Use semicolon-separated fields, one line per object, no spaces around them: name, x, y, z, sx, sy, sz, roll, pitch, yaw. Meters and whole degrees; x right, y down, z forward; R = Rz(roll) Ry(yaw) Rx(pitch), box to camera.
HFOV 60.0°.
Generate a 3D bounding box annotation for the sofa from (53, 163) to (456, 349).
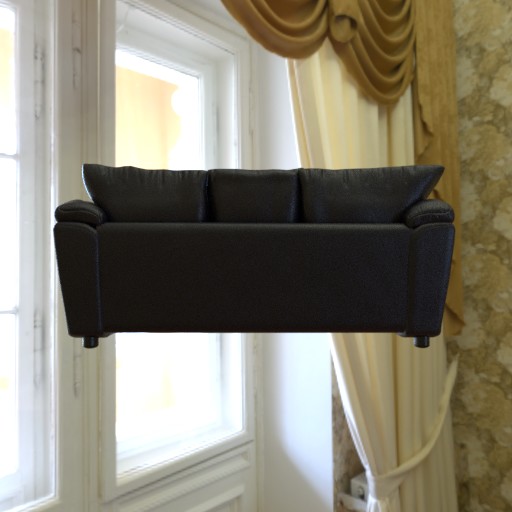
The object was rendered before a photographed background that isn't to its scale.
sofa;0.000;0.000;2.869;2.336;1.073;0.880;0;-1;0
